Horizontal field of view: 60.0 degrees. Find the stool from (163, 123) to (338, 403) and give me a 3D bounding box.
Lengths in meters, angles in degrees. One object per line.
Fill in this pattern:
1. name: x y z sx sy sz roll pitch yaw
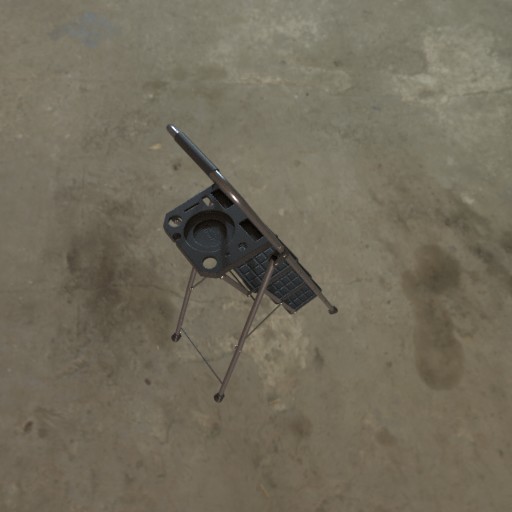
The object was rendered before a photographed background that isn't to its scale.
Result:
1. stool: 0.000 0.000 1.603 0.733 1.277 0.396 -34 65 -18
